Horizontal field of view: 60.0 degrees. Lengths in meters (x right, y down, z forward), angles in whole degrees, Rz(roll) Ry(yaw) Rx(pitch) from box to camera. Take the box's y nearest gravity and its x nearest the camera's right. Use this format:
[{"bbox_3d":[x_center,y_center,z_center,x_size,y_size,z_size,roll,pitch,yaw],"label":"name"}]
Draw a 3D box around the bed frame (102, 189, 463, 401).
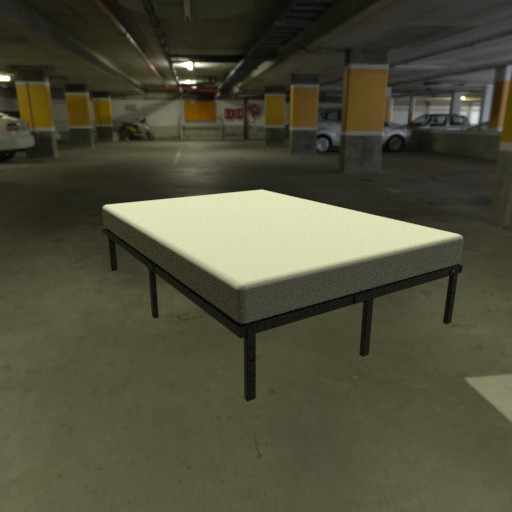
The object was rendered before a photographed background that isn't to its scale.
[{"bbox_3d":[0.000,0.000,3.821,2.205,0.680,2.842,-8,19,-24],"label":"bed frame"}]
